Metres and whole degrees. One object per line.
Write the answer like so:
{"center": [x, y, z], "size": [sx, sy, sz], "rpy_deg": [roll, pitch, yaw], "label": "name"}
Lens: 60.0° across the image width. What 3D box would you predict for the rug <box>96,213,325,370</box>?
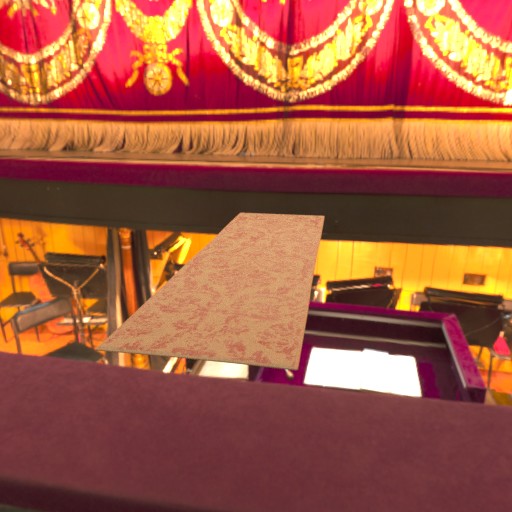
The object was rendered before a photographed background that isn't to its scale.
{"center": [0.000, 0.000, 2.418], "size": [0.662, 0.011, 2.196], "rpy_deg": [3, 18, 10], "label": "rug"}
